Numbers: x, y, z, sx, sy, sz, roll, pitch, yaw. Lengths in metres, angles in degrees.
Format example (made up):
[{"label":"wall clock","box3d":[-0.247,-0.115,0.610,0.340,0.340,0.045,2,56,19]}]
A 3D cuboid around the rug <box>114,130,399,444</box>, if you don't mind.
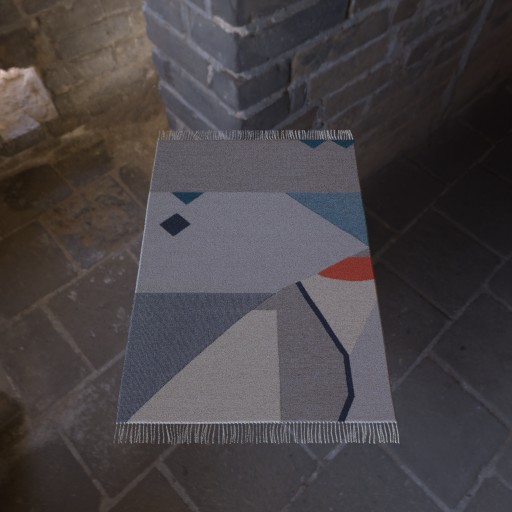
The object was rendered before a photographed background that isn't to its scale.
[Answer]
[{"label":"rug","box3d":[0.000,0.000,2.325,1.220,0.005,1.828,0,60,0]}]
